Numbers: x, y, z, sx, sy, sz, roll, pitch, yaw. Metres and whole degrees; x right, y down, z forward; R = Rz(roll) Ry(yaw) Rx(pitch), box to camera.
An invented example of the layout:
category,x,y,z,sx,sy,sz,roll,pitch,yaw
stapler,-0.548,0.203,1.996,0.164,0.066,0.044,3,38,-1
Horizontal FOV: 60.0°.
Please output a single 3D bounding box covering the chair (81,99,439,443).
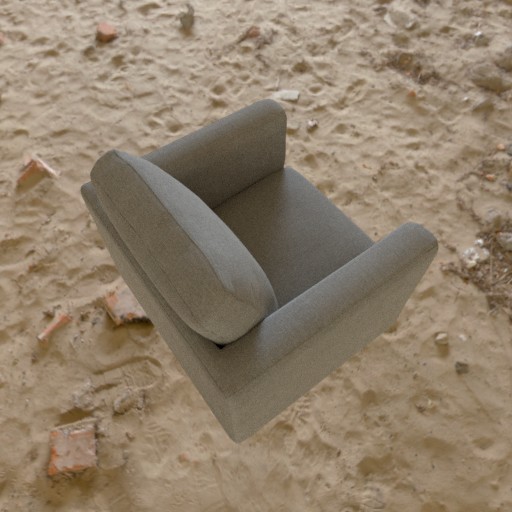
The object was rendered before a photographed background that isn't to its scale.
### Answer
category,x,y,z,sx,sy,sz,roll,pitch,yaw
chair,0.000,0.000,1.551,0.800,0.927,0.855,-32,63,-19
